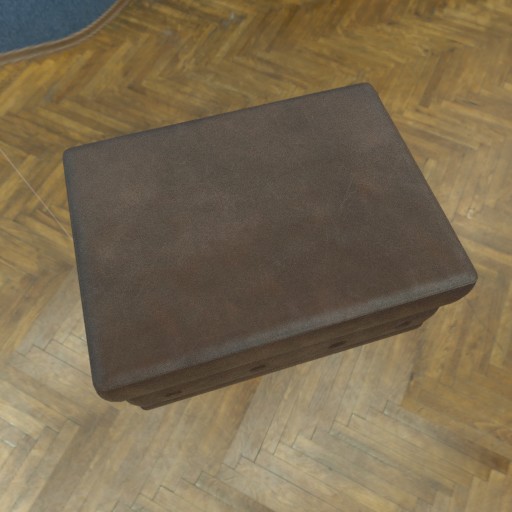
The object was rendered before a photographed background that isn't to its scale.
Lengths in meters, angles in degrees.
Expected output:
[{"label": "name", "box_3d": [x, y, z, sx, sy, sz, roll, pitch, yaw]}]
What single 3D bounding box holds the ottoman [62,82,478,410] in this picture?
[{"label": "ottoman", "box_3d": [0.000, 0.000, 1.166, 0.795, 0.509, 0.588, -15, 65, -7]}]
